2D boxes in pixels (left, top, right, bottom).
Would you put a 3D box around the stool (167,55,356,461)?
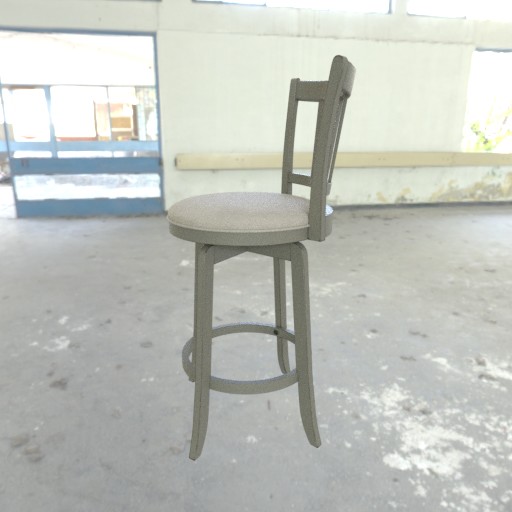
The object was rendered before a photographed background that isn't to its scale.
[{"bbox_3d":[0.000,0.000,1.261,0.486,0.994,0.450,-2,16,-8],"label":"stool"}]
